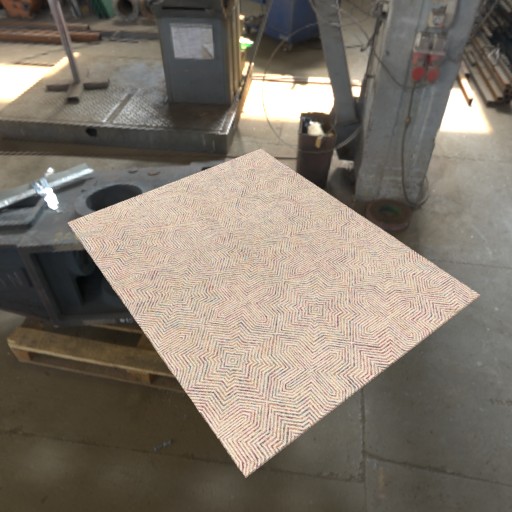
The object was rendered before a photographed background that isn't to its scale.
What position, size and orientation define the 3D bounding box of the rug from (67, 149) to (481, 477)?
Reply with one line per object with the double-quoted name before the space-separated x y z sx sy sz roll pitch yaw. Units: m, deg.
"rug" 0.000 0.000 4.081 2.442 0.008 3.046 -27 49 -26
